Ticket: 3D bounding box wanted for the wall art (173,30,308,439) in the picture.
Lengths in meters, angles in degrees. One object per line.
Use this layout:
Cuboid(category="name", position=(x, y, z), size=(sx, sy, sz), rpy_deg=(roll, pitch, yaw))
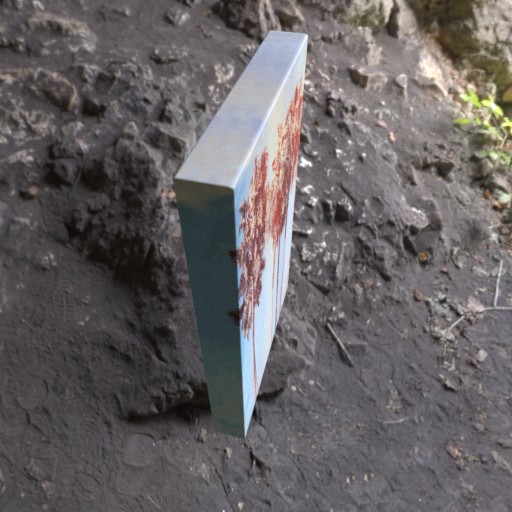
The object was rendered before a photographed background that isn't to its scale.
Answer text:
Cuboid(category="wall art", position=(0.000, 0.000, 0.486), size=(0.039, 0.380, 0.251), rpy_deg=(11, 47, 10))
